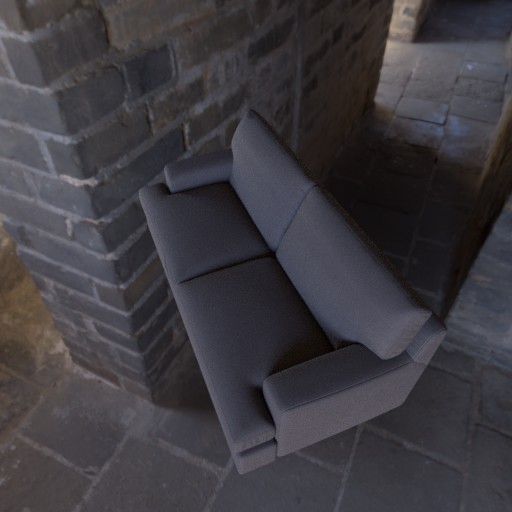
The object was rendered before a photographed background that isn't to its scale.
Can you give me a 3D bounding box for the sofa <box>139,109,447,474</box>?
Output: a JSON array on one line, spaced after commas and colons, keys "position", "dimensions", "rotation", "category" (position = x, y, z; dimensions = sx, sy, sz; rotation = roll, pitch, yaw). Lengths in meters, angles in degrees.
[{"position": [0.000, 0.000, 2.915], "dimensions": [1.140, 0.950, 2.271], "rotation": [-16, 47, -16], "category": "sofa"}]
